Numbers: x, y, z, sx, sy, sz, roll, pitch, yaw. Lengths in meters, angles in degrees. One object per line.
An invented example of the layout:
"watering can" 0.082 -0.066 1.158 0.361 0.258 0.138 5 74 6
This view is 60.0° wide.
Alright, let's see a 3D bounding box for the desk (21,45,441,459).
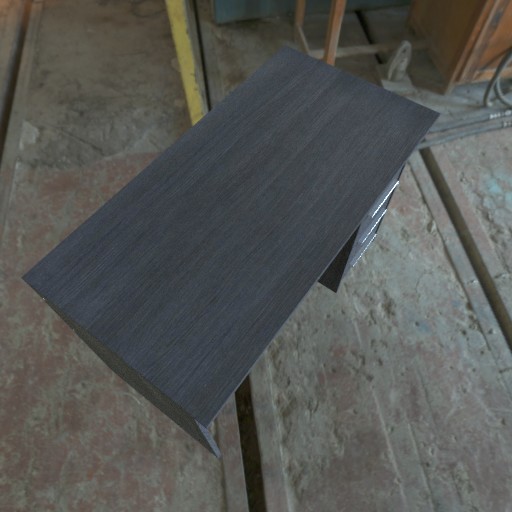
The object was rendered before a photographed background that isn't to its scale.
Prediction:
"desk" 0.000 0.000 1.489 0.560 0.730 1.096 32 64 18
